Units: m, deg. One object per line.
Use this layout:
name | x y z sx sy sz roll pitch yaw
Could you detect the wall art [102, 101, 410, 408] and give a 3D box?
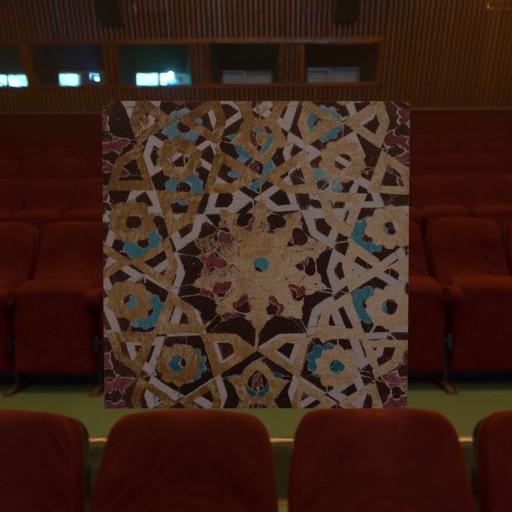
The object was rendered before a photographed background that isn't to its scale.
wall art | 0.000 0.000 1.112 0.757 0.762 0.028 0 1 0
